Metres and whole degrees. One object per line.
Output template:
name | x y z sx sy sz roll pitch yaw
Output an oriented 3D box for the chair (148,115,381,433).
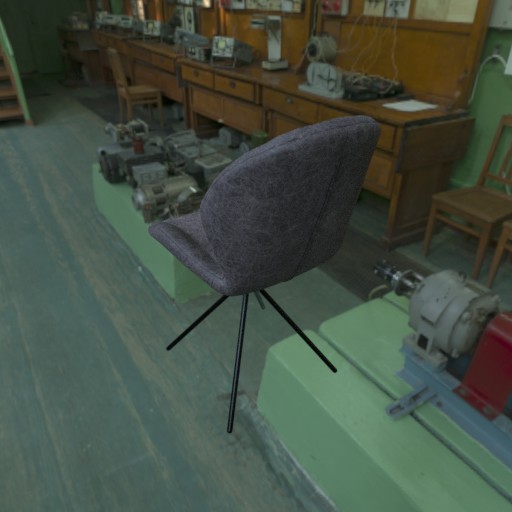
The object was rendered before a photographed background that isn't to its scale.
chair | 0.000 0.000 1.331 0.527 0.934 0.640 -20 37 -29
